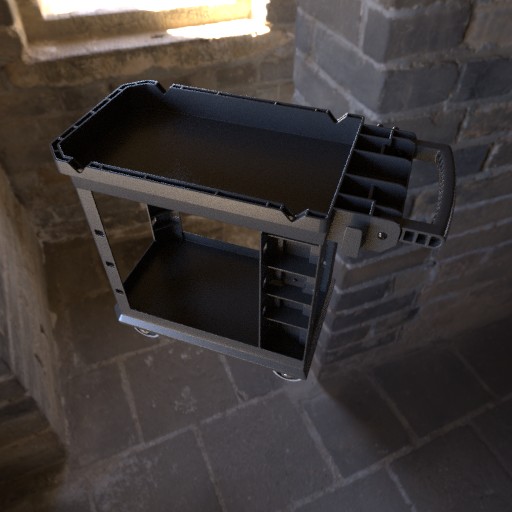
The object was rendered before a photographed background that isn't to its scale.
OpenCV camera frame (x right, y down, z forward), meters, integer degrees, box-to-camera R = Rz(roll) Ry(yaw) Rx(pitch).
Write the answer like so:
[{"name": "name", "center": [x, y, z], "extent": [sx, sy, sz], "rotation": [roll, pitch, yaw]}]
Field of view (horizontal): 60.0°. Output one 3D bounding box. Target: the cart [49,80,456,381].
[{"name": "cart", "center": [0.000, 0.000, 1.524], "extent": [1.061, 0.884, 0.497], "rotation": [14, 48, 13]}]
